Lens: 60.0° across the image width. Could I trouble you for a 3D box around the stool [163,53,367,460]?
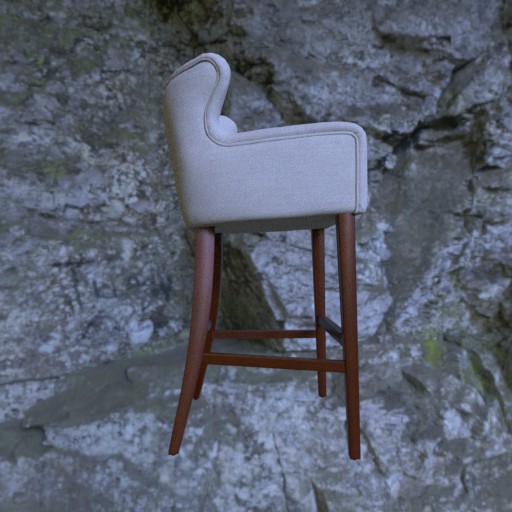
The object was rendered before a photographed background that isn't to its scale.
[{"bbox_3d":[0.000,0.000,1.380,0.563,1.034,0.556,0,-1,-1],"label":"stool"}]
